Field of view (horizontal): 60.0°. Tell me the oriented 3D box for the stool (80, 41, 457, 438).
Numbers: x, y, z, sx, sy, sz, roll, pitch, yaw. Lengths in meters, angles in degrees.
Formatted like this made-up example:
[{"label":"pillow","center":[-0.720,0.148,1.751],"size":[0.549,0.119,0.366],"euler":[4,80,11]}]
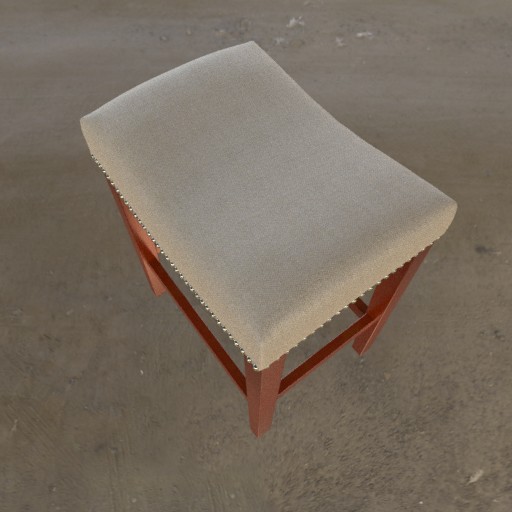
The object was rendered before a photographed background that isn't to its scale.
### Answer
[{"label":"stool","center":[0.000,0.000,0.928],"size":[0.375,0.632,0.509],"euler":[-33,64,-18]}]
